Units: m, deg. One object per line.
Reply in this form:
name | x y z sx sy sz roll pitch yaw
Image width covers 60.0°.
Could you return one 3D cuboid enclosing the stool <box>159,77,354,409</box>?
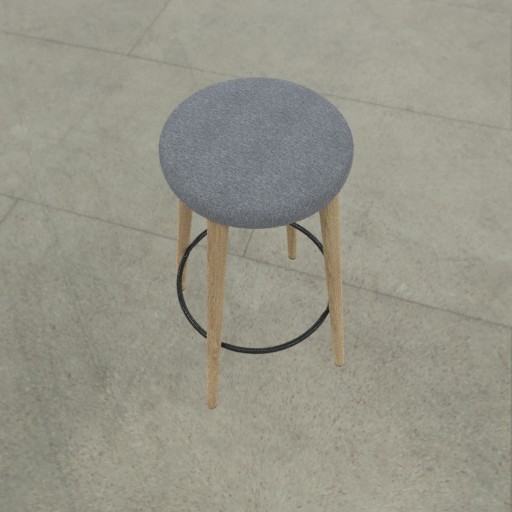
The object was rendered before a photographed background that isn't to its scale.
stool | 0.000 0.000 1.027 0.410 0.770 0.410 -16 59 -10
